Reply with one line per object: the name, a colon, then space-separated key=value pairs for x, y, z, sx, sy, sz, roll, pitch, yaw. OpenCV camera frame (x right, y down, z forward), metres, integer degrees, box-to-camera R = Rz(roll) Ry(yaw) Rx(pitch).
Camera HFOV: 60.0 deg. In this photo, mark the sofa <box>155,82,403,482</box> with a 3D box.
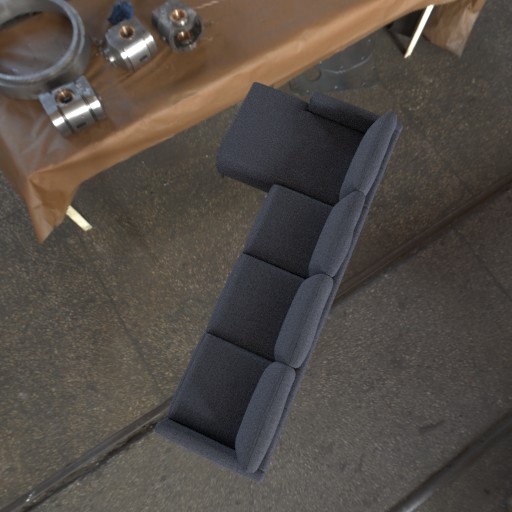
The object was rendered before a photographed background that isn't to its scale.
sofa: x=0.000 y=0.000 z=2.903 sx=1.125 sy=0.673 sz=2.445 roll=23 pitch=76 yaw=6
